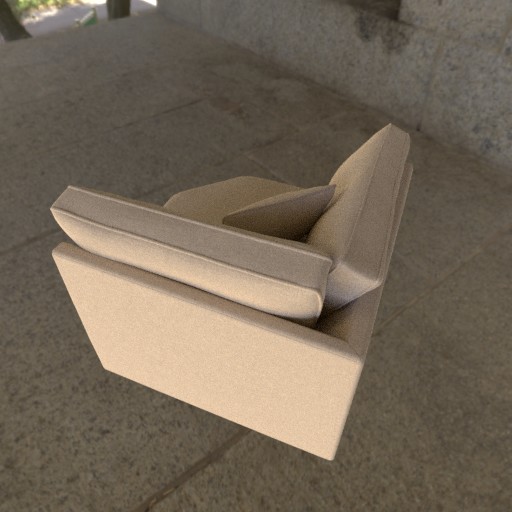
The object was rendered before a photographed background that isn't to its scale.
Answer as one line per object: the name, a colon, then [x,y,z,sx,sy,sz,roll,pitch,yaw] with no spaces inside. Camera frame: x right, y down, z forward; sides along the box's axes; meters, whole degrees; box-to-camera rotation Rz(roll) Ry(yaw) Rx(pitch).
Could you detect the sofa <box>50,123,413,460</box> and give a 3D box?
sofa: [0.000,0.000,1.842,1.042,0.937,1.050,16,47,16]
